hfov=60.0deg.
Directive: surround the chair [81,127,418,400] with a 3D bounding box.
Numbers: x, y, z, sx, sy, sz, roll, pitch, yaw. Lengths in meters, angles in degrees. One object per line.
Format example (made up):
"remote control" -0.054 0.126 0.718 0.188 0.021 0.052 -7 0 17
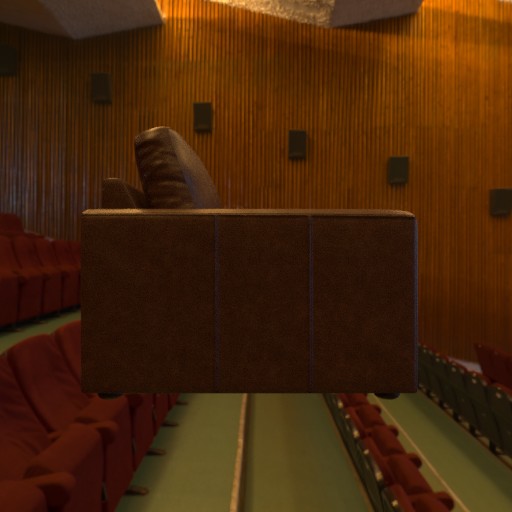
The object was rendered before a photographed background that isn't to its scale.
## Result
"chair" 0.000 0.000 1.770 1.016 0.873 1.005 0 0 0
